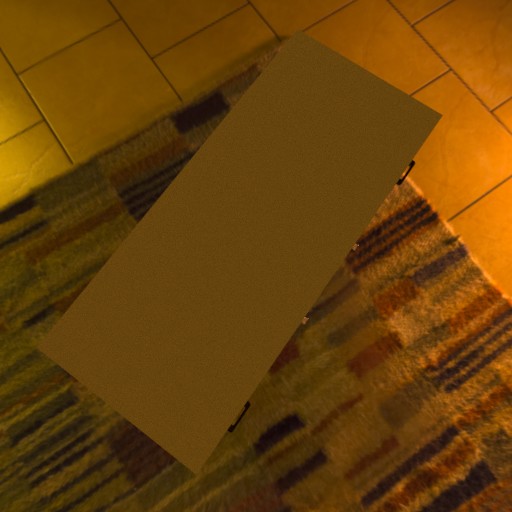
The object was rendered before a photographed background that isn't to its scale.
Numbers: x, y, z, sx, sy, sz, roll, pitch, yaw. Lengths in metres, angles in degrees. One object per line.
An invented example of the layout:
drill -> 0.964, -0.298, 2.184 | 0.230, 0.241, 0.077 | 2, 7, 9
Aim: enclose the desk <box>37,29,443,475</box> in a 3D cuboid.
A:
desk -> 0.000, 0.000, 1.714 | 0.589, 0.762, 1.313 | 35, 78, 8
